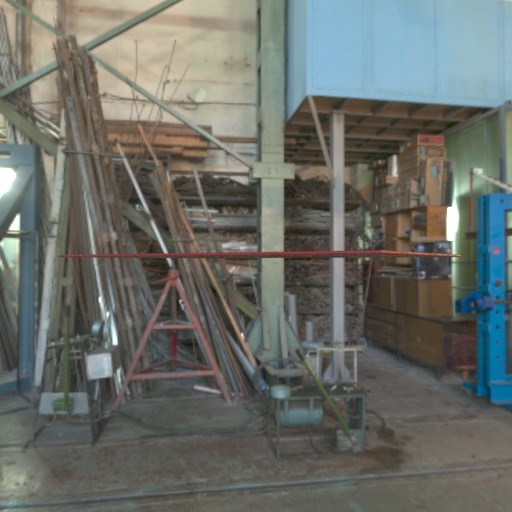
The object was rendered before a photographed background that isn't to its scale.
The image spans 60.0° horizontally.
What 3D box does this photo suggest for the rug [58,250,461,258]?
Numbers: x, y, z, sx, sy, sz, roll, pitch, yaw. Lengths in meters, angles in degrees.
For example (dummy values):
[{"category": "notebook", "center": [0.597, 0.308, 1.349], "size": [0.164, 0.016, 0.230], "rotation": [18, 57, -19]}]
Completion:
[{"category": "rug", "center": [0.000, 0.000, 2.369], "size": [1.802, 0.013, 1.194], "rotation": [0, -1, 36]}]
